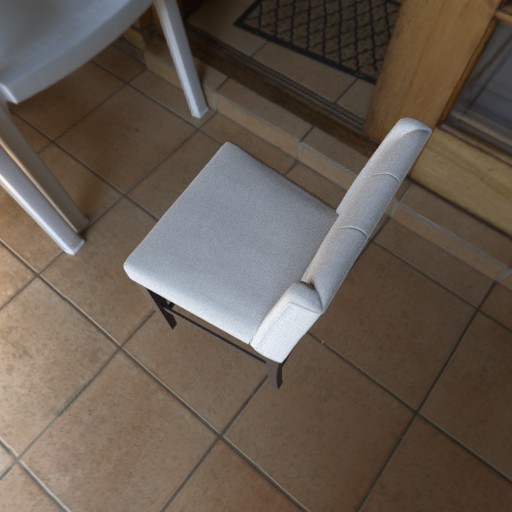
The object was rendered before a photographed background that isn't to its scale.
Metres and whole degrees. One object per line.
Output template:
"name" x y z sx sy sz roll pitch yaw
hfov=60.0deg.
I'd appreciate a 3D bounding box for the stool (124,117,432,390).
"stool" 0.000 0.000 1.211 0.509 0.939 0.474 30 68 13
